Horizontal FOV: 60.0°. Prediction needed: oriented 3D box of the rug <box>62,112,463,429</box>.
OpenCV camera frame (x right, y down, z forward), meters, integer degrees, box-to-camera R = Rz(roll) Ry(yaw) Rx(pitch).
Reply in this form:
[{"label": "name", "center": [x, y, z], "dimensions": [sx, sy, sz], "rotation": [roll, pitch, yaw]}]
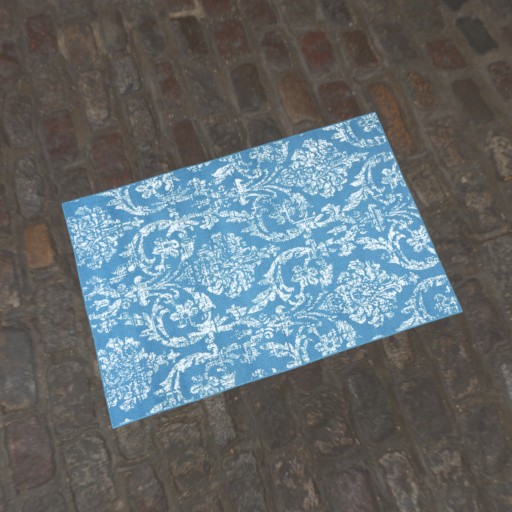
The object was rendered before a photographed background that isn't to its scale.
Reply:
[{"label": "rug", "center": [0.000, 0.000, 2.338], "dimensions": [1.833, 0.012, 1.211], "rotation": [-17, 76, -4]}]
